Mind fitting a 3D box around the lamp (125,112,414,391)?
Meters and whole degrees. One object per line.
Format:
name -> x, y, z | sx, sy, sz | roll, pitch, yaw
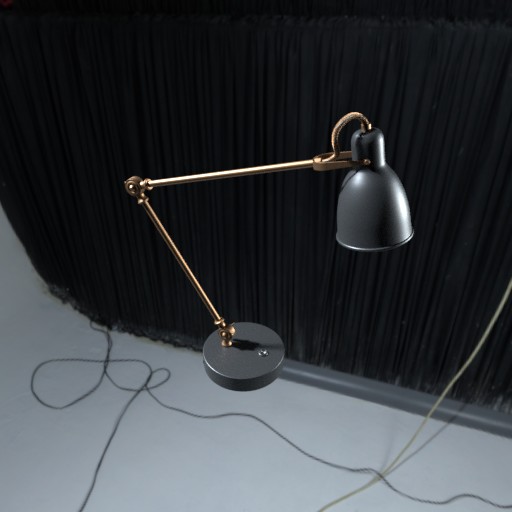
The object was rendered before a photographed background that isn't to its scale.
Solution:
lamp -> 0.000, 0.000, 0.877 | 0.561, 0.587, 0.187 | 11, 33, 17
